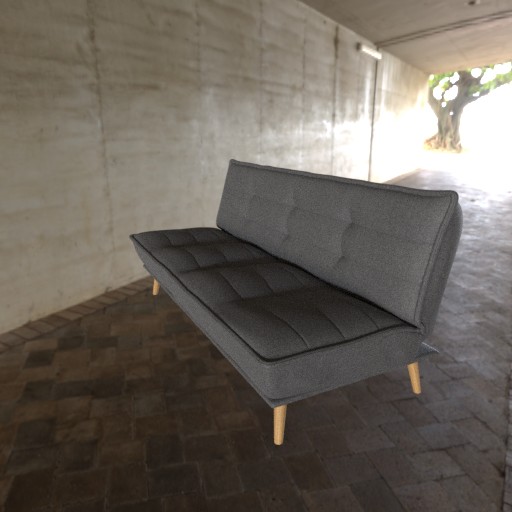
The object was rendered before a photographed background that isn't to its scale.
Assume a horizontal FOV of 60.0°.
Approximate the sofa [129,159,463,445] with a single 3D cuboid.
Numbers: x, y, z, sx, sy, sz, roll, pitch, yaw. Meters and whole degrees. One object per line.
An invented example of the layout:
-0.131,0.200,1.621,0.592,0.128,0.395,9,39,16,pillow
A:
0.000,0.000,2.367,0.950,0.890,1.940,-8,18,-26,sofa
